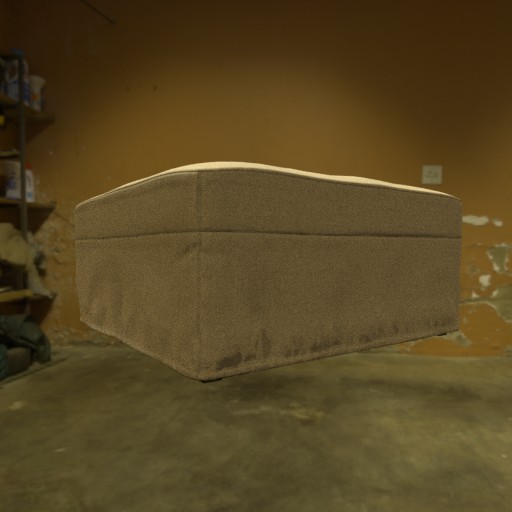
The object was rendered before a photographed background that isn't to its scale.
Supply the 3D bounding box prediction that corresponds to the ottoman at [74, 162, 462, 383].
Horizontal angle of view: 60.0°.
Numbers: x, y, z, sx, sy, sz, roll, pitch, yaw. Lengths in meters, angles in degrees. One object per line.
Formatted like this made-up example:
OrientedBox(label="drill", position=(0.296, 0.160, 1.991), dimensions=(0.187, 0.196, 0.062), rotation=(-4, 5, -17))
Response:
OrientedBox(label="ottoman", position=(0.000, 0.000, 1.308), dimensions=(0.843, 0.436, 0.840), rotation=(-1, 1, -36))
